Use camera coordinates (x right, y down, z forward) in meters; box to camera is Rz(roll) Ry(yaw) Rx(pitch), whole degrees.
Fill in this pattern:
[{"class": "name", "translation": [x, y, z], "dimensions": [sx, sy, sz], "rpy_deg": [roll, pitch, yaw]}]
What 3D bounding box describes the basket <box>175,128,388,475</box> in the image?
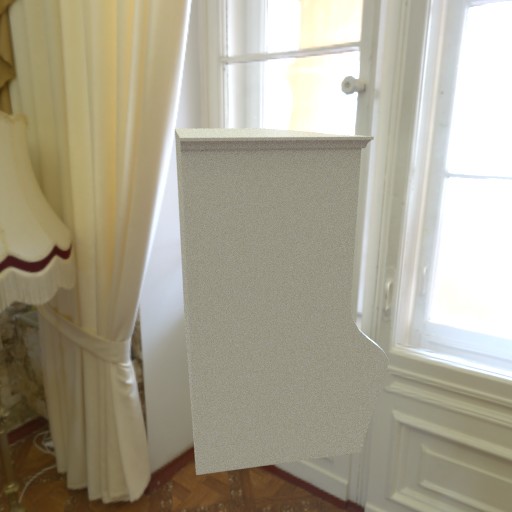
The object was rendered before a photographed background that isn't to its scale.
[{"class": "basket", "translation": [0.000, 0.000, 1.153], "dimensions": [0.376, 0.625, 0.792], "rpy_deg": [-3, 17, -10]}]
